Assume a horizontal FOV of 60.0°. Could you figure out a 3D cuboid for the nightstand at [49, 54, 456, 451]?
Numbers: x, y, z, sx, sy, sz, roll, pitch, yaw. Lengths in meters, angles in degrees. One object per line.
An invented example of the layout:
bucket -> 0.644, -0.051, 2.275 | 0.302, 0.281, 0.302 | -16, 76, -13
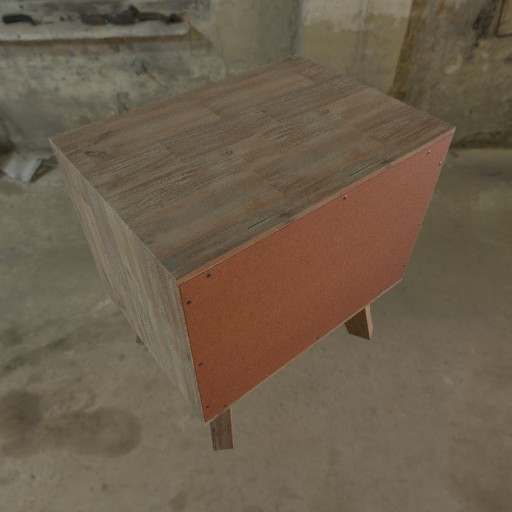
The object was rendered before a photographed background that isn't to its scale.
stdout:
nightstand -> 0.000, 0.000, 0.947 | 0.552, 0.589, 0.396 | -30, 53, -26
